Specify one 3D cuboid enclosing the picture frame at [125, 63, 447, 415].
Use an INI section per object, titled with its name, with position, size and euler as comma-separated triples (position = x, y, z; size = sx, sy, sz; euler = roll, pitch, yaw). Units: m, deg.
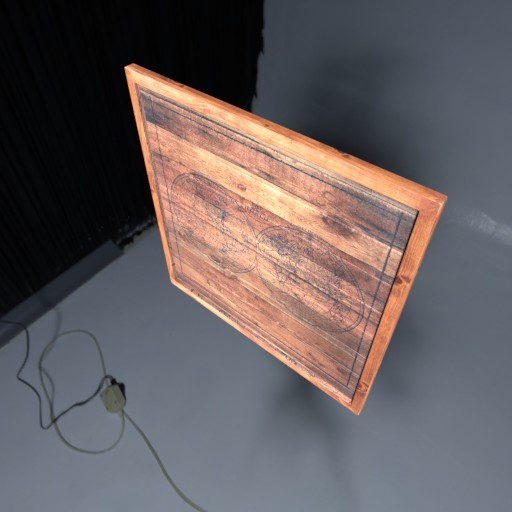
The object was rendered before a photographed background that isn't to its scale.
[picture frame]
position = 0.000, 0.000, 1.206
size = 0.810, 0.817, 0.029
euler = 31, 54, 26
